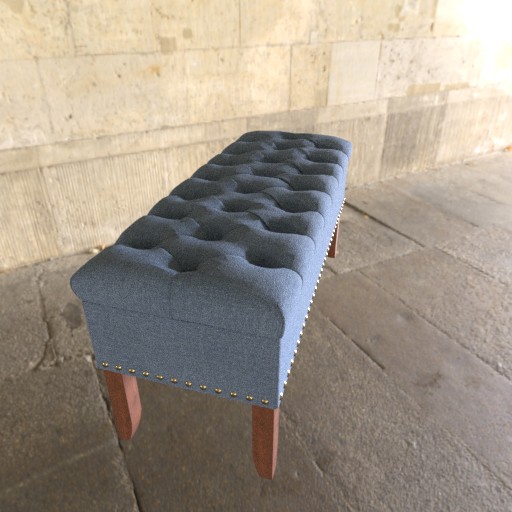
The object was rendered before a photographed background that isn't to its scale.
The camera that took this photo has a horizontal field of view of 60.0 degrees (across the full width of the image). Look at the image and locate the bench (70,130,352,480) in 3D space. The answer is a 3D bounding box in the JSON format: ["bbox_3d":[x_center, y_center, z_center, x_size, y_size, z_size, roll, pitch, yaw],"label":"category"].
[{"bbox_3d":[0.000,0.000,1.297,0.417,0.492,1.052,8,31,14],"label":"bench"}]
